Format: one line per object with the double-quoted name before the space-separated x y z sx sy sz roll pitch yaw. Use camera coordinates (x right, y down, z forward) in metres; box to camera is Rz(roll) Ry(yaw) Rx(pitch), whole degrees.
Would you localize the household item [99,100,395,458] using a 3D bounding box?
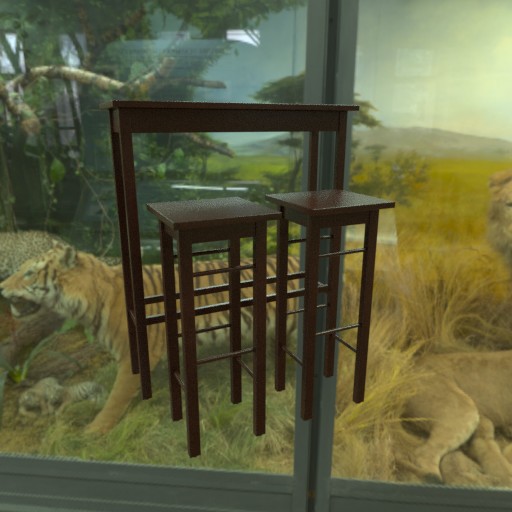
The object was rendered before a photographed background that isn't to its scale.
"household item" 0.000 0.000 1.629 0.914 1.067 0.676 -8 18 -25
